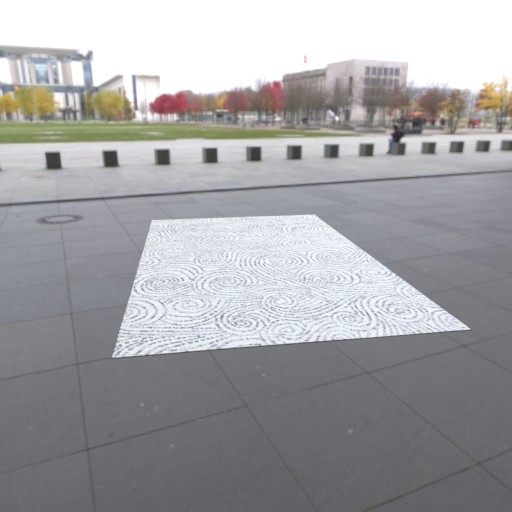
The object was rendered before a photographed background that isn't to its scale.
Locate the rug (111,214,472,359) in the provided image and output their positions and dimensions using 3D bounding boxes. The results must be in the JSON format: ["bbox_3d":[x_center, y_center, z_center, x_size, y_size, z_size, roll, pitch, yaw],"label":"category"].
[{"bbox_3d":[0.000,0.000,2.971,1.524,0.005,2.439,-3,18,-9],"label":"rug"}]
